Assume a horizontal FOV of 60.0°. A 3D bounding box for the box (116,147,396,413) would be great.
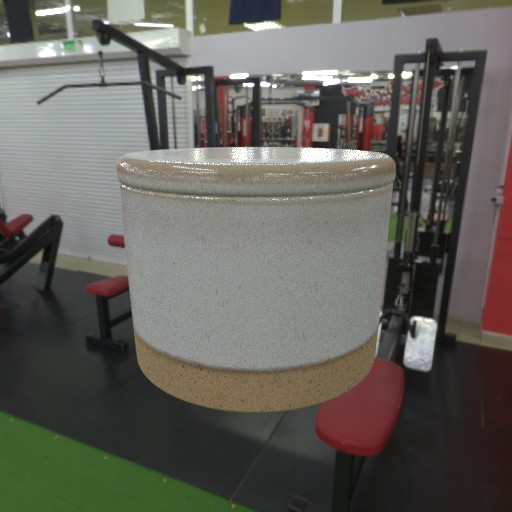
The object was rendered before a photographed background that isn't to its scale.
[{"bbox_3d":[0.000,0.000,0.270,0.154,0.123,0.154,0,16,0],"label":"box"}]
